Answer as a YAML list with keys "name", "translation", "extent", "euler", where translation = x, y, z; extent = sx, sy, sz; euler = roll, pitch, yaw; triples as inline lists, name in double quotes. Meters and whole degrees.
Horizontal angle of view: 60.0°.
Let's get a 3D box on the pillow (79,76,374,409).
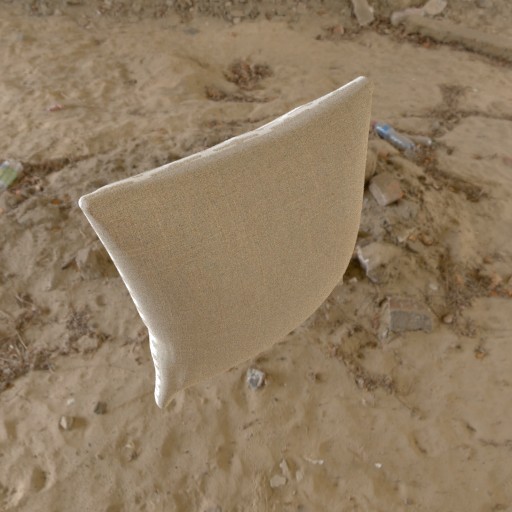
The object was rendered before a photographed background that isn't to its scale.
- name: "pillow"
  translation: [0.000, 0.000, 0.777]
  extent: [0.496, 0.491, 0.219]
  euler: [-31, 54, -26]
